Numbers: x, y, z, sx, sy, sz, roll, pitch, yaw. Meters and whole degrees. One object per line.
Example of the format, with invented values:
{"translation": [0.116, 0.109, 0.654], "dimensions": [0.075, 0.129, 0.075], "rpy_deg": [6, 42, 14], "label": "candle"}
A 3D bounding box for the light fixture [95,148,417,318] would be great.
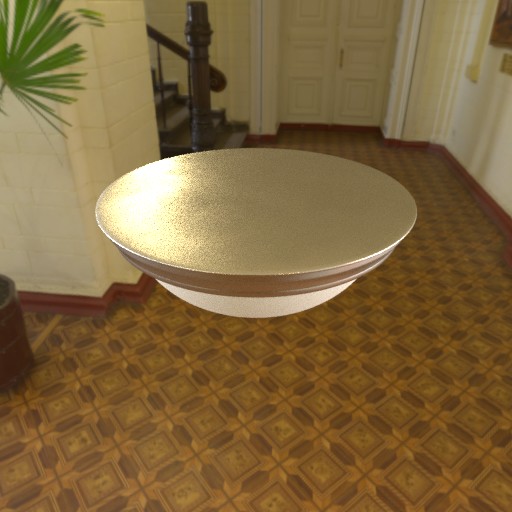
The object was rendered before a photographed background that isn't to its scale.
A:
{"translation": [0.000, 0.000, 0.437], "dimensions": [0.280, 0.135, 0.280], "rpy_deg": [0, 30, 0], "label": "light fixture"}
